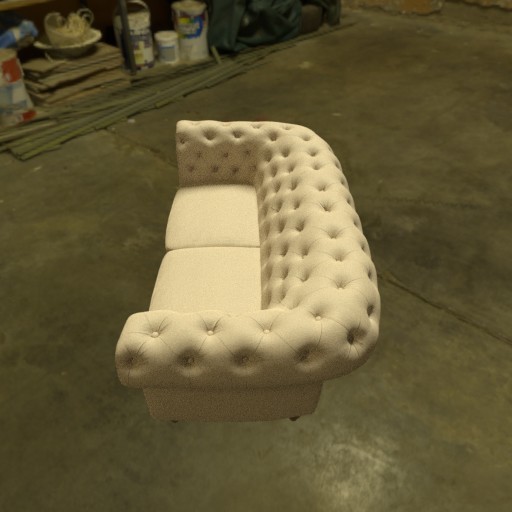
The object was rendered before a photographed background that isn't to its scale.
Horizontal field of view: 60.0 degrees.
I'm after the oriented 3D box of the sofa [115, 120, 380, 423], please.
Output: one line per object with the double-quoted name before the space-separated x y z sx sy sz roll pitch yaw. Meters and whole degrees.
"sofa" 0.000 0.000 2.497 1.069 0.835 1.988 -1 41 -1
